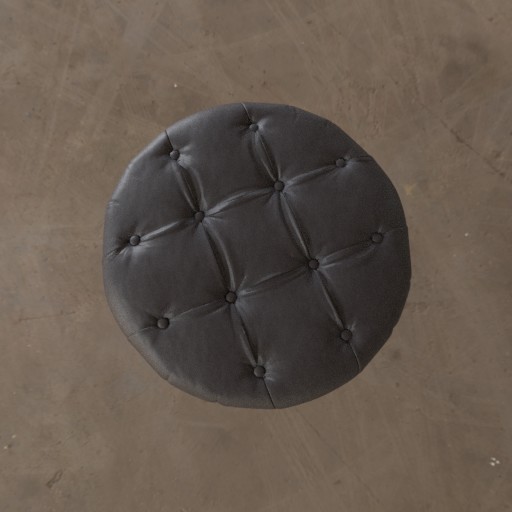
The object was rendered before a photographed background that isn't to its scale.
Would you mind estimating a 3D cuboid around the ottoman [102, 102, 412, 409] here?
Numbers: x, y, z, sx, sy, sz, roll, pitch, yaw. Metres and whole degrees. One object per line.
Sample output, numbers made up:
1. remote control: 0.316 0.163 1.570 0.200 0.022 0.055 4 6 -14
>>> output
1. ottoman: 0.000 0.000 1.404 0.901 0.439 0.901 0 76 0
